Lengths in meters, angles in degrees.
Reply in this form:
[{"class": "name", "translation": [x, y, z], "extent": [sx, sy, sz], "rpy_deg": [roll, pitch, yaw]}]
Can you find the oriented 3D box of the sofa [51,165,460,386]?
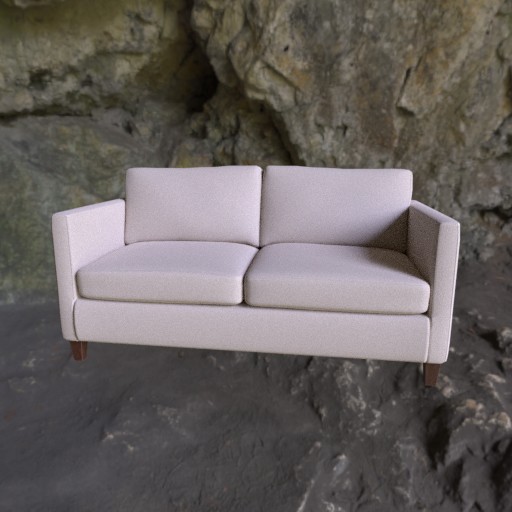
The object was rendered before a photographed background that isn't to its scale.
[{"class": "sofa", "translation": [0.000, 0.000, 2.253], "extent": [1.722, 0.888, 0.873], "rpy_deg": [2, 13, 8]}]
